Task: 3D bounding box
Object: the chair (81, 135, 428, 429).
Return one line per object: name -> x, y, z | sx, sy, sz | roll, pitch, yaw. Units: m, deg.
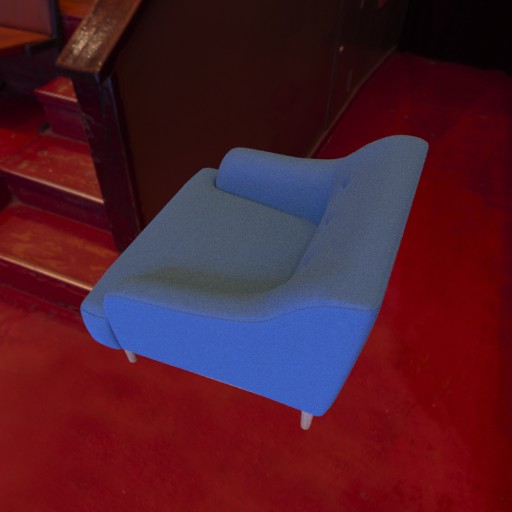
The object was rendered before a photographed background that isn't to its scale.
chair -> 0.000, 0.000, 1.658 | 0.951, 0.818, 0.946 | 17, 48, 16
